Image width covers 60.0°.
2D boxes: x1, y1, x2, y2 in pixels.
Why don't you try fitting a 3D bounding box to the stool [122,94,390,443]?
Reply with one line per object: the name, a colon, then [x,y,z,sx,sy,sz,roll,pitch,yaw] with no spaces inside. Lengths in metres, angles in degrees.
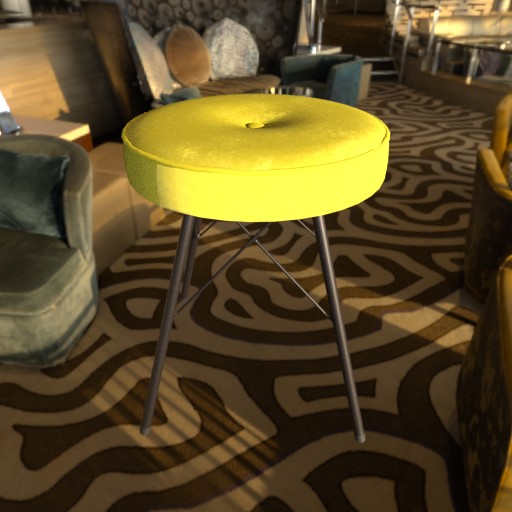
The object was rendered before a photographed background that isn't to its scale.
stool: [0.000,0.000,0.815,0.409,0.508,0.409,1,32,2]
